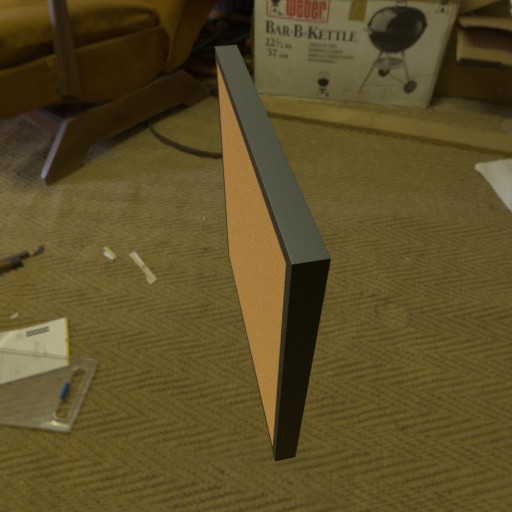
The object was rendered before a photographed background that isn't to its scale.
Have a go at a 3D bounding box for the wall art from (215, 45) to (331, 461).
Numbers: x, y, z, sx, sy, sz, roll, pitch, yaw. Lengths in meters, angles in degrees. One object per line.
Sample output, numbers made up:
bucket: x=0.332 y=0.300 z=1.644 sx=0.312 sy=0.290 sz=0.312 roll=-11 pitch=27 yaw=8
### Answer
wall art: x=0.000 y=0.000 z=0.758 sx=0.037 sy=0.506 sz=0.506 roll=-8 pitch=47 yaw=-8
